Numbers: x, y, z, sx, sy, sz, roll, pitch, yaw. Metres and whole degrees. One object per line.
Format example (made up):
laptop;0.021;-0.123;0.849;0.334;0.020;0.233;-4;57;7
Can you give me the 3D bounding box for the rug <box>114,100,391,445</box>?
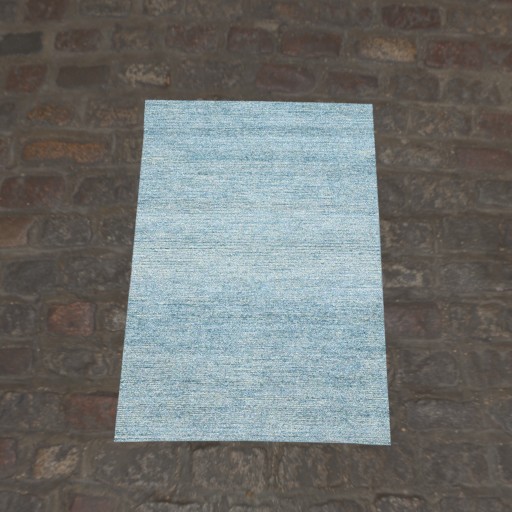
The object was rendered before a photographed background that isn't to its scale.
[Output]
rug;0.000;0.000;2.850;1.611;0.026;2.260;1;76;0
